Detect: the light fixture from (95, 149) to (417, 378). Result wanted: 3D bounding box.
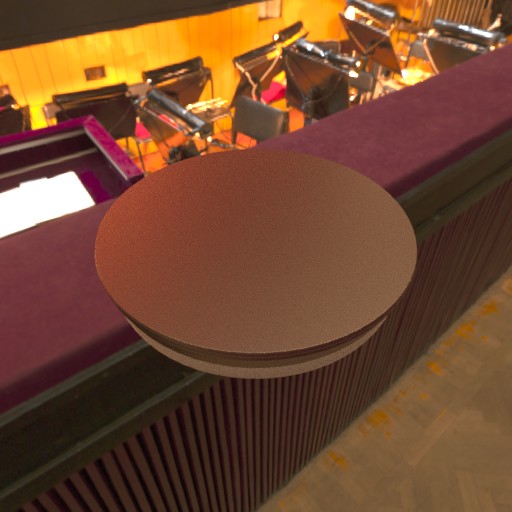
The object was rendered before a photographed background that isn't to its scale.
[{"bbox_3d":[0.000,0.000,0.554,0.368,0.100,0.368,0,42,0],"label":"light fixture"}]
